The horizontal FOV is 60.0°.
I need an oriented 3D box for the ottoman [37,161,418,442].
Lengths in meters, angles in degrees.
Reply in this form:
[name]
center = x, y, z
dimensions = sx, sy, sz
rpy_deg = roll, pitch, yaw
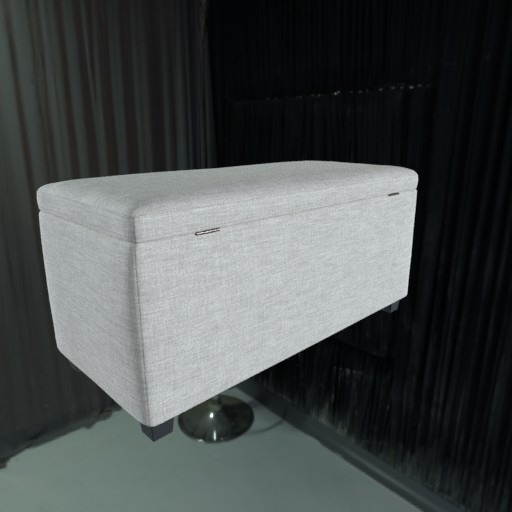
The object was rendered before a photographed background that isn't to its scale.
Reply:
[ottoman]
center = 0.000, 0.000, 1.116
dimensions = 0.902, 0.432, 0.419
rpy_deg = -15, 22, -42
